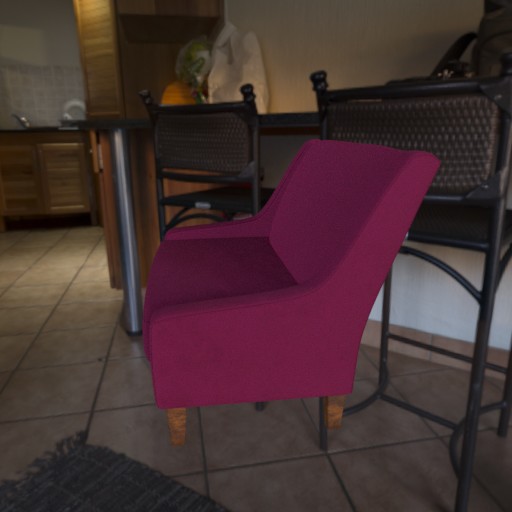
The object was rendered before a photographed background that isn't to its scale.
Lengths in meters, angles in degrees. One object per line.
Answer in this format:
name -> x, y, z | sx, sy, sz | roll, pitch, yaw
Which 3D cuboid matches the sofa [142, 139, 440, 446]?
sofa -> 0.000, 0.000, 1.971 | 0.946, 0.976, 1.242 | -3, 17, -8
